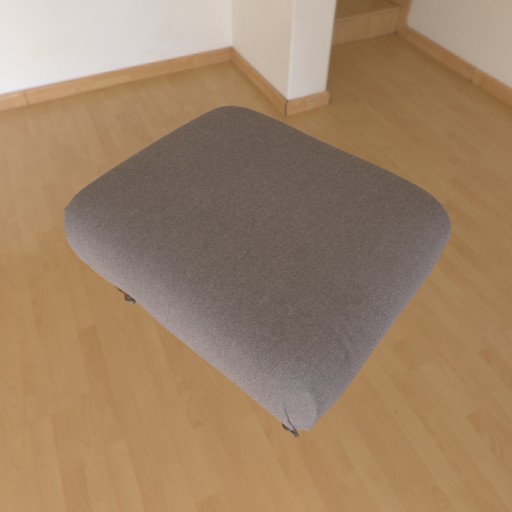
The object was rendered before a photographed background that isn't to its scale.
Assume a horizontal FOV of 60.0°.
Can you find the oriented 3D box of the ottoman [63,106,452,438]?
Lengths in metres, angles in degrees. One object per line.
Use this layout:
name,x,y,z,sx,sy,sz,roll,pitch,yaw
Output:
ottoman,0.000,0.000,1.125,0.747,0.450,0.622,32,57,25
